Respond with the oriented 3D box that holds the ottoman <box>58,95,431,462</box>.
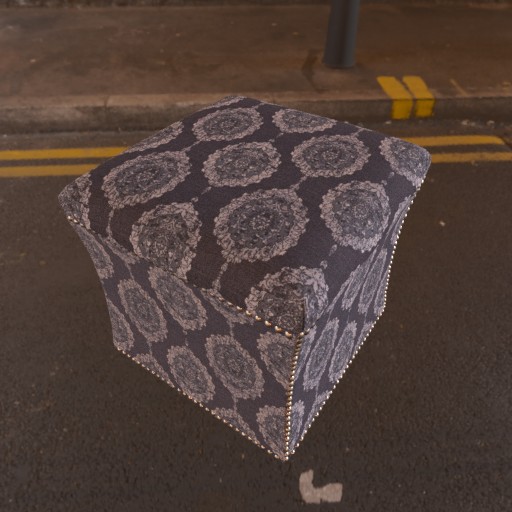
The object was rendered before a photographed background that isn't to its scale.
[{"bbox_3d":[0.000,0.000,0.916,0.497,0.475,0.507,25,47,25],"label":"ottoman"}]
